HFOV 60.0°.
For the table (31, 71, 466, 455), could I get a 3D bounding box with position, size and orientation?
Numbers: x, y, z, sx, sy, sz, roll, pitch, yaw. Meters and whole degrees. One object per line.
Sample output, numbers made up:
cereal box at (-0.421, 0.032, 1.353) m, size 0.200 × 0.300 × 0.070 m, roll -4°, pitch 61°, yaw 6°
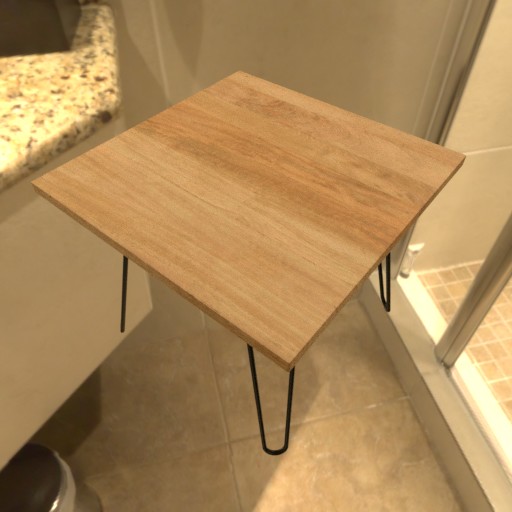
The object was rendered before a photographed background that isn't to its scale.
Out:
table at (0.000, 0.000, 1.038) m, size 0.599 × 0.500 × 0.599 m, roll 31°, pitch 54°, yaw 25°
